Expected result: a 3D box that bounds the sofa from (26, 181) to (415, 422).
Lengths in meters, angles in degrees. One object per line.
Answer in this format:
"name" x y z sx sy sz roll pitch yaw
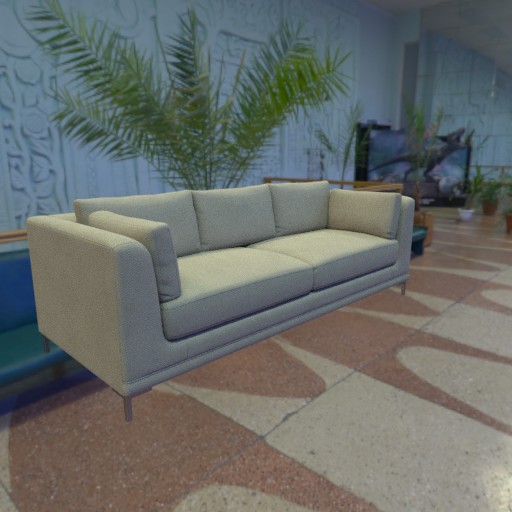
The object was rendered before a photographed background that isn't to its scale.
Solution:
"sofa" 0.000 0.000 2.859 2.415 0.867 0.969 -13 18 -43
